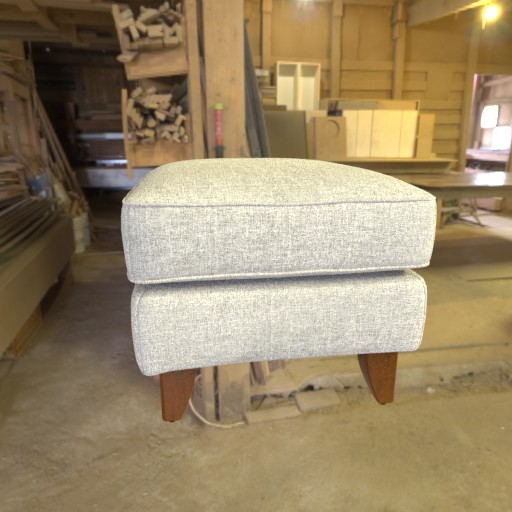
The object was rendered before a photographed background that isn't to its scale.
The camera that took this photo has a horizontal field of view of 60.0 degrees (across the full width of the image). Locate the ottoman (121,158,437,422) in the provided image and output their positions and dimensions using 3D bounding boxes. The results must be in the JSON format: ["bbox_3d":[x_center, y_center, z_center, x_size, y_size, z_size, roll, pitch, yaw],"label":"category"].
[{"bbox_3d":[0.000,0.000,1.316,0.661,0.561,0.889,-2,15,-9],"label":"ottoman"}]
